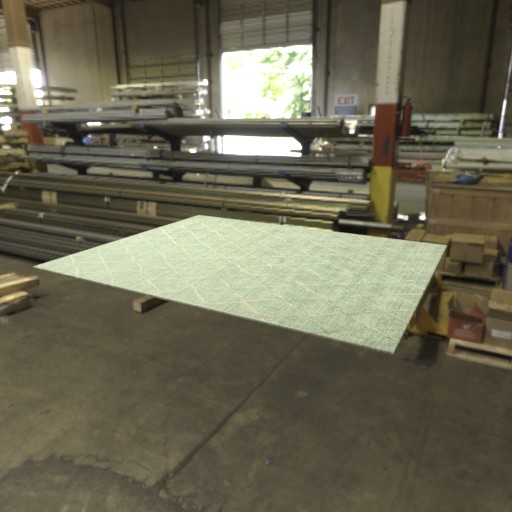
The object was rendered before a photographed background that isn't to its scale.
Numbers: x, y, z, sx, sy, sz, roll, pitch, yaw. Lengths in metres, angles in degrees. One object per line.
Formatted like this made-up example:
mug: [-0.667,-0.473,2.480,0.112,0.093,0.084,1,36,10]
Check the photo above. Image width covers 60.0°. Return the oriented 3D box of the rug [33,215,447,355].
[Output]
rug: [0.000,0.000,4.117,3.039,0.019,2.420,9,20,27]
